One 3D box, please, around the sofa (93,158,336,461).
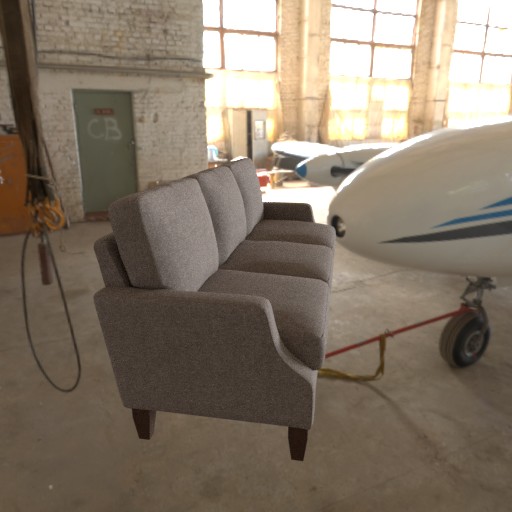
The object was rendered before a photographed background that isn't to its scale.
[{"bbox_3d":[0.000,0.000,2.573,0.888,0.984,2.115,3,17,11],"label":"sofa"}]
